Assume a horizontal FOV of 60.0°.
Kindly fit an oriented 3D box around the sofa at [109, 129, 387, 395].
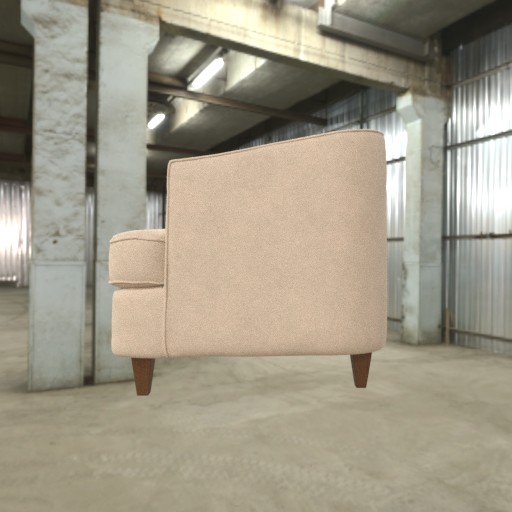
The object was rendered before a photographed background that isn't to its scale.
[{"bbox_3d":[0.000,0.000,2.194,0.940,0.878,1.731,0,0,0],"label":"sofa"}]
